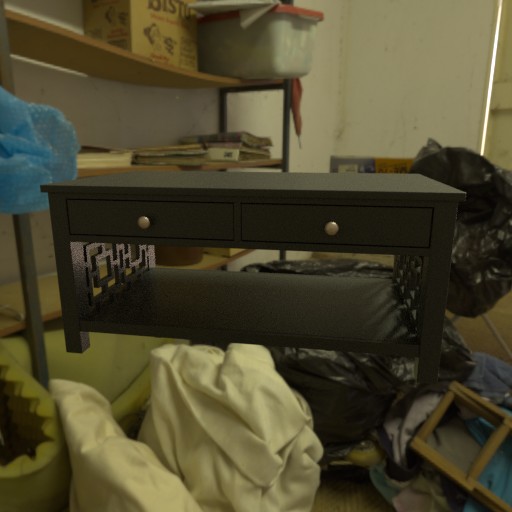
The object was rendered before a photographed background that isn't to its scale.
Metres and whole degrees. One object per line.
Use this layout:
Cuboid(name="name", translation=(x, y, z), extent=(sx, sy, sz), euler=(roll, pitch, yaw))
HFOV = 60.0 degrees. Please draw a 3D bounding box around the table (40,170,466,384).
Cuboid(name="table", translation=(0.000, 0.000, 1.433), extent=(1.068, 0.493, 0.612), euler=(2, 15, 9))
